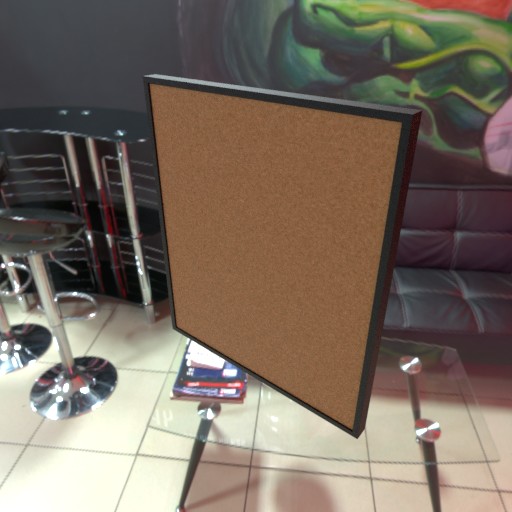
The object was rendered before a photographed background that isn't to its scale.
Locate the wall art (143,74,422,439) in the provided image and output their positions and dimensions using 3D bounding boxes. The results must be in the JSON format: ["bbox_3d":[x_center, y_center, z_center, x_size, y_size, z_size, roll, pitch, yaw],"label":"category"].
[{"bbox_3d":[0.000,0.000,0.536,0.330,0.381,0.019,22,36,33],"label":"wall art"}]
